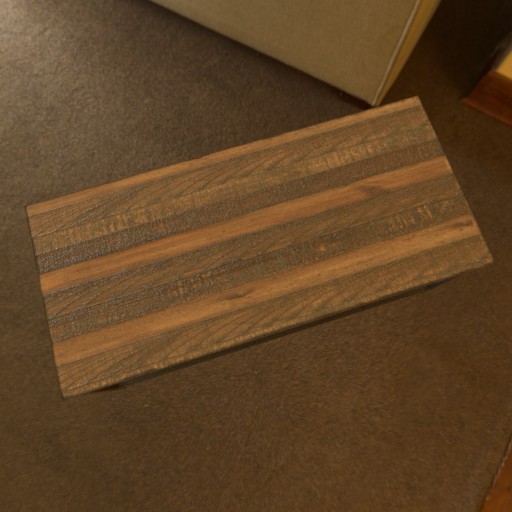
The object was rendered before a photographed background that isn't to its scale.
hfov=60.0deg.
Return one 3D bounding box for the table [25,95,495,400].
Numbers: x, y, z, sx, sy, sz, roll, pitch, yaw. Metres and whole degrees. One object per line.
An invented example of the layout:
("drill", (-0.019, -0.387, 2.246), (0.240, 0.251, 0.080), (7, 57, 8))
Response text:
("table", (0.000, 0.000, 1.209), (0.990, 0.399, 0.452), (-17, 76, -4))
